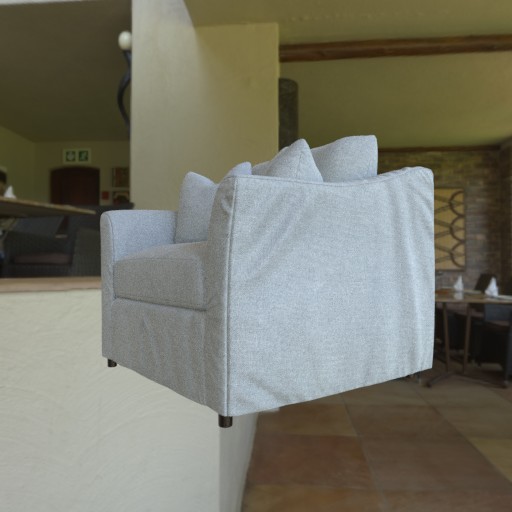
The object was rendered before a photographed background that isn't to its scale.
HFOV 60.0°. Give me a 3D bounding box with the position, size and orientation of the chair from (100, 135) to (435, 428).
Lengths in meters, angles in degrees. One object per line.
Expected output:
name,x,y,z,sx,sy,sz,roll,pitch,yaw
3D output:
chair,0.000,0.000,2.042,1.071,1.059,1.194,1,-1,-37
